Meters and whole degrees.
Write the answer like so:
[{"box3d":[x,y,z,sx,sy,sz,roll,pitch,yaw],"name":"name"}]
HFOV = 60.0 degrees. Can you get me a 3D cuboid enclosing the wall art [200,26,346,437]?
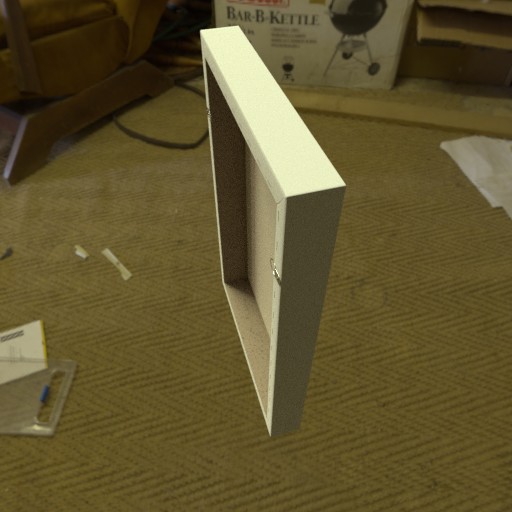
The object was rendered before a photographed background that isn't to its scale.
[{"box3d":[0.000,0.000,0.483,0.039,0.381,0.252,-12,49,-11],"name":"wall art"}]
